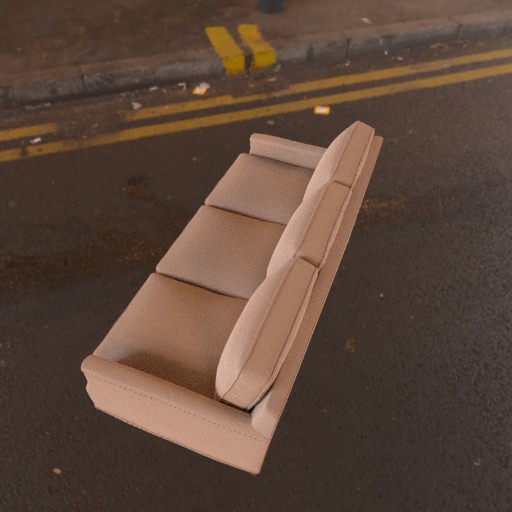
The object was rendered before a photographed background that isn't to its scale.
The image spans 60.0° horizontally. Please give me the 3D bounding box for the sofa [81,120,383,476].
[{"bbox_3d":[0.000,0.000,2.804,1.084,1.003,2.246,16,49,15],"label":"sofa"}]
